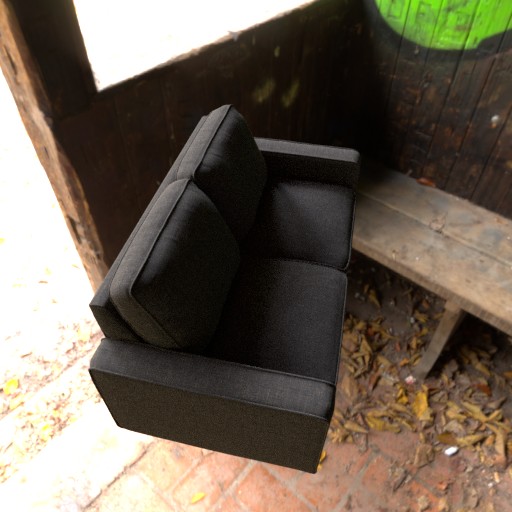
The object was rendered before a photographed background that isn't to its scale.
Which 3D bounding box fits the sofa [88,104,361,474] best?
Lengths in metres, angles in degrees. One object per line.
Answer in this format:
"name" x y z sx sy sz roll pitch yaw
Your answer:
"sofa" 0.000 0.000 2.249 0.947 0.918 1.709 9 47 9
